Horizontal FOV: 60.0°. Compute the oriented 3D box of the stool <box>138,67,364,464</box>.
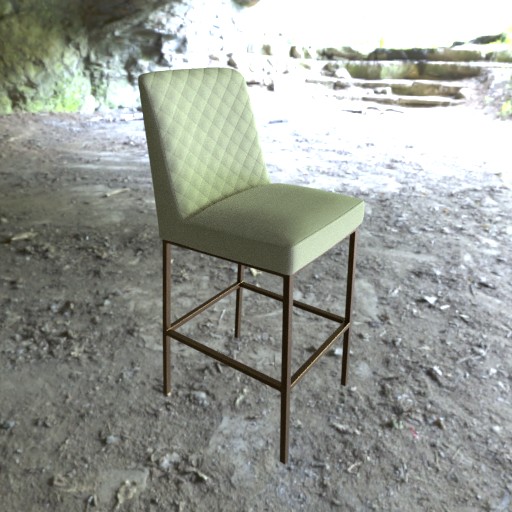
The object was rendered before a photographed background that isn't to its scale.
[{"bbox_3d":[0.000,0.000,1.408,0.546,1.084,0.462,17,31,32],"label":"stool"}]
